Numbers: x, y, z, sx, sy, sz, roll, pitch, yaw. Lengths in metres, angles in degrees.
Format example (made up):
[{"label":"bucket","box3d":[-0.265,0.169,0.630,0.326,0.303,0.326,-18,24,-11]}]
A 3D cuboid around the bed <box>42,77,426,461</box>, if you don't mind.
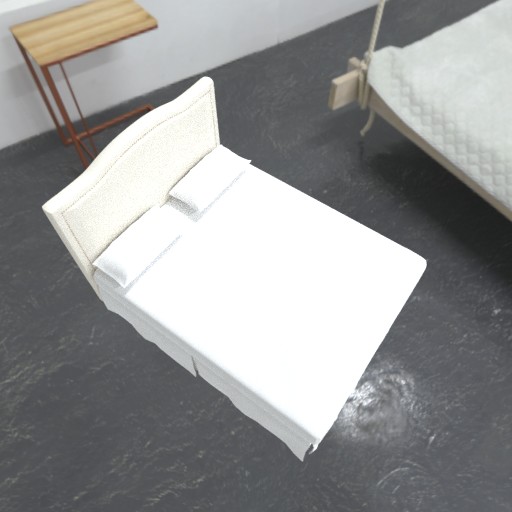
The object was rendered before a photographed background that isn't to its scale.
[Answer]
[{"label":"bed","box3d":[0.000,0.000,3.457,2.282,1.436,1.821,32,63,18]}]
